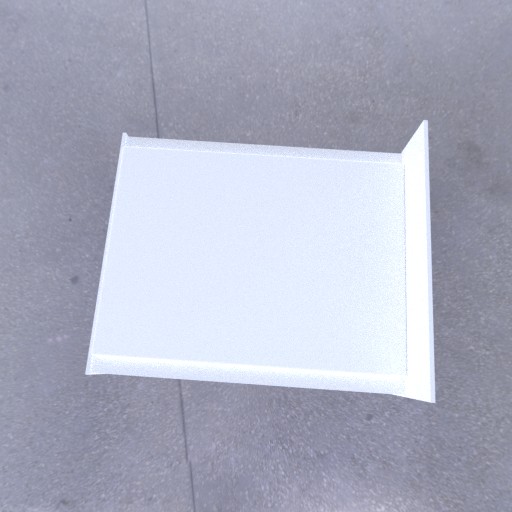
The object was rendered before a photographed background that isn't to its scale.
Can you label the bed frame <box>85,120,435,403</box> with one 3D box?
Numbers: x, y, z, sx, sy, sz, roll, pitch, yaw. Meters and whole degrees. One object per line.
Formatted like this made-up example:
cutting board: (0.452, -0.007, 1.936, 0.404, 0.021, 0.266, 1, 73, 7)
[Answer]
bed frame: (0.000, 0.000, 2.876, 1.960, 0.800, 1.622, 4, 76, 1)
